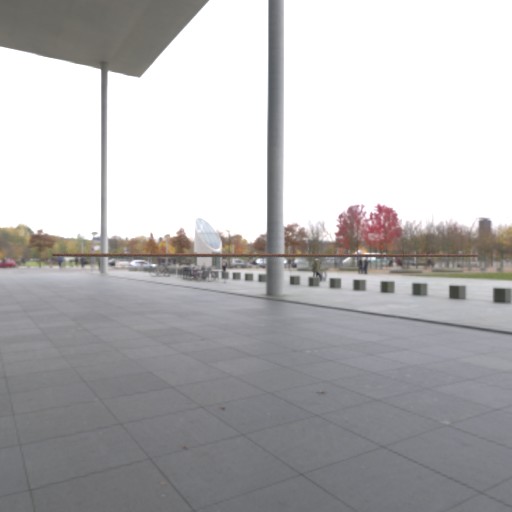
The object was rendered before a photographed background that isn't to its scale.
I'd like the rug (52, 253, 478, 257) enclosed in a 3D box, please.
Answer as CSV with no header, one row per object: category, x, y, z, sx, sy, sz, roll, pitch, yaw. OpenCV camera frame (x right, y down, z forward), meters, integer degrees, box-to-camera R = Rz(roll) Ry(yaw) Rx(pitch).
rug,0.000,0.000,3.139,2.438,0.014,1.524,0,0,-17
